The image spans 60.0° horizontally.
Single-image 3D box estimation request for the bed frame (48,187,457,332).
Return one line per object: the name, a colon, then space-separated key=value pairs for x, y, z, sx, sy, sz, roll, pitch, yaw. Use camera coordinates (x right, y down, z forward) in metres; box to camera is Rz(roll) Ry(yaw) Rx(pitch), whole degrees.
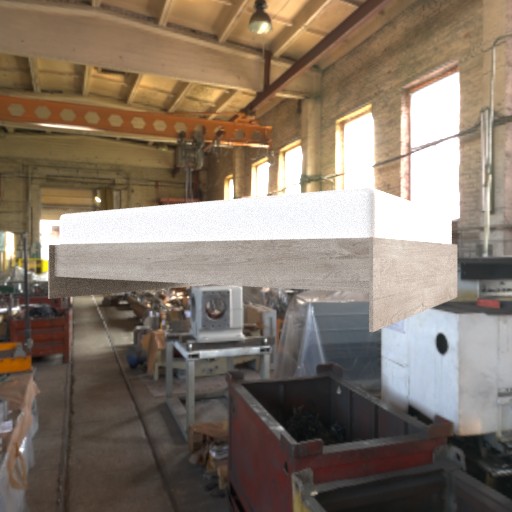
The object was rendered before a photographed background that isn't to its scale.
bed frame: x=0.000 y=0.000 z=2.624 sx=1.945 sy=0.497 sz=1.445 roll=0 pitch=0 yaw=35
